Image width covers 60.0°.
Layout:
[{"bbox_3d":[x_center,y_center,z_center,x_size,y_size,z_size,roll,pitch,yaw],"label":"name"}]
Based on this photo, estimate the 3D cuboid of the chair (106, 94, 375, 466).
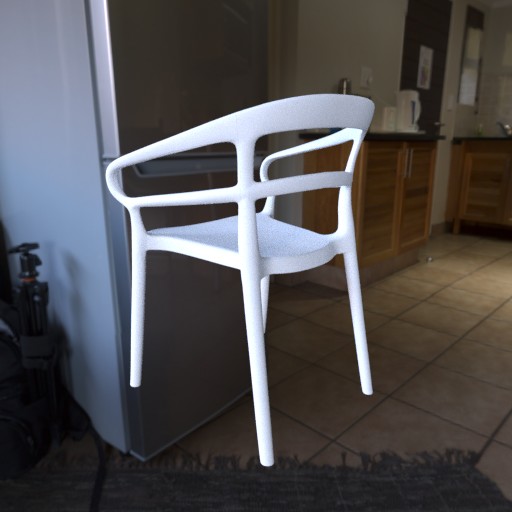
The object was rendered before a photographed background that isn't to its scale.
[{"bbox_3d":[0.000,0.000,1.152,0.559,0.761,0.527,-14,21,-42],"label":"chair"}]
